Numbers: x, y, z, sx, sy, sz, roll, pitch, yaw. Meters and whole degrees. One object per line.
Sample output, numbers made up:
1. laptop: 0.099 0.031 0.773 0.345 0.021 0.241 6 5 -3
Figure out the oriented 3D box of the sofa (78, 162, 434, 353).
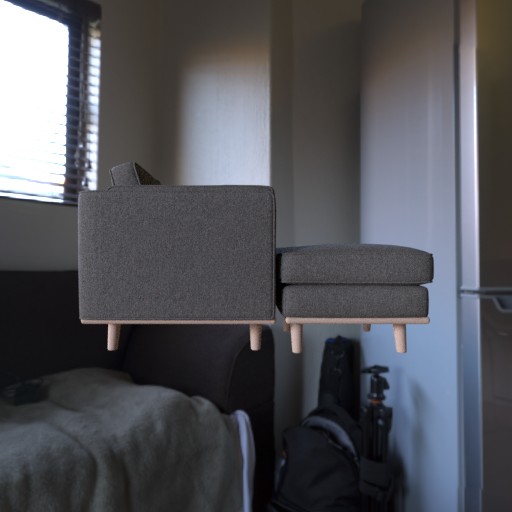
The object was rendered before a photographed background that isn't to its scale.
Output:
1. sofa: 0.000 0.000 3.115 1.604 0.929 2.411 0 -1 0
